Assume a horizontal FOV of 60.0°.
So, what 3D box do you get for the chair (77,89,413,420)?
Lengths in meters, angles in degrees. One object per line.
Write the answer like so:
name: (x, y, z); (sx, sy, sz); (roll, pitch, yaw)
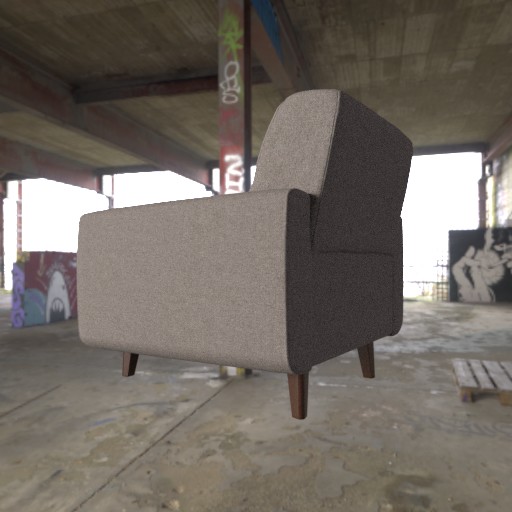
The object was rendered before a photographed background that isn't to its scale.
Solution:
chair: (0.000, 0.000, 1.529); (0.907, 0.839, 0.831); (0, 0, 36)
